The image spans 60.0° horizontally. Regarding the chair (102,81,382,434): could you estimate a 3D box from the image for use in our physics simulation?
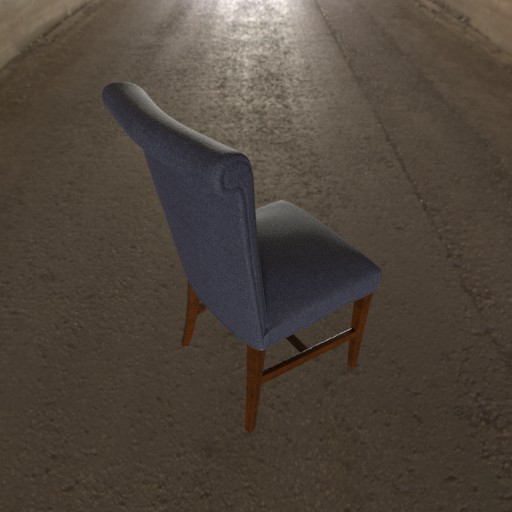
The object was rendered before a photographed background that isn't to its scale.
[{"bbox_3d":[0.000,0.000,1.326,0.608,0.988,0.513,-25,45,-27],"label":"chair"}]
